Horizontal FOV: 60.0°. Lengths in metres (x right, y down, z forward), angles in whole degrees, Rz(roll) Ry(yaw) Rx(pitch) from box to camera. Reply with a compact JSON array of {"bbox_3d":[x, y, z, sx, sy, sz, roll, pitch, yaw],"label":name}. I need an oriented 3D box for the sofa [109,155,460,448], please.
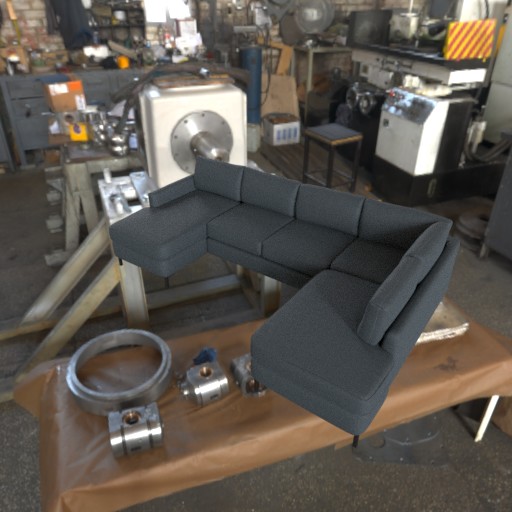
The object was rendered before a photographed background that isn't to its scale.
[{"bbox_3d":[0.000,0.000,3.907,2.975,0.858,1.984,21,37,30],"label":"sofa"}]
